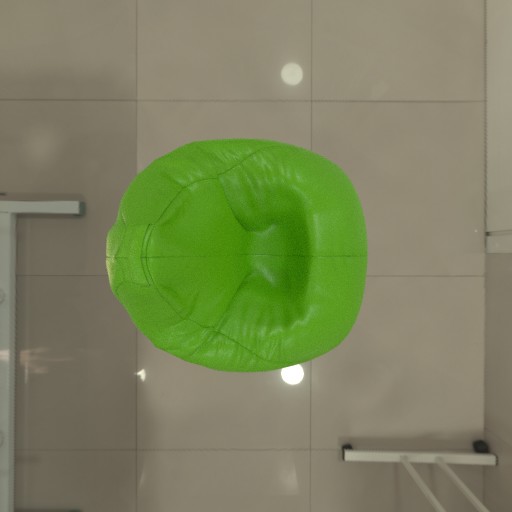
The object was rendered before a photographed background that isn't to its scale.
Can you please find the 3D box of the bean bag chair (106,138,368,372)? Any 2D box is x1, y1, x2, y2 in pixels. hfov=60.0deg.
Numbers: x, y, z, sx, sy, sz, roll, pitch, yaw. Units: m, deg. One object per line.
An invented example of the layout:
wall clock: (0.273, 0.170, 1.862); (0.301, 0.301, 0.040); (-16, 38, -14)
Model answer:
bean bag chair: (0.000, 0.000, 1.897); (1.070, 0.990, 1.070); (0, 90, 0)
